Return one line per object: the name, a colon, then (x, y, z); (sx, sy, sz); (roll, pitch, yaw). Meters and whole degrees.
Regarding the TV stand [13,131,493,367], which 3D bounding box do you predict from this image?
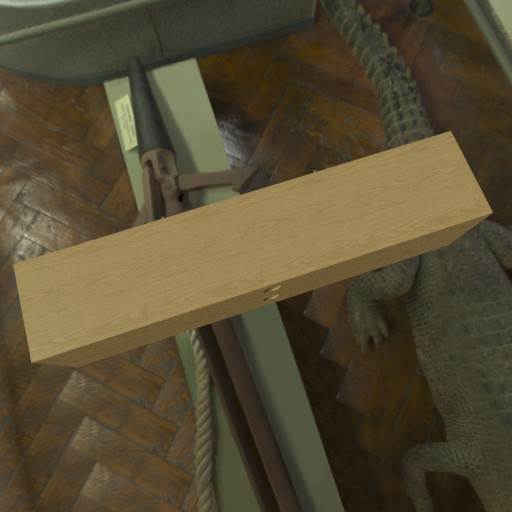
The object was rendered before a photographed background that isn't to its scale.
TV stand: (0.000, 0.000, 1.934); (1.760, 0.580, 0.400); (-18, 75, -5)
